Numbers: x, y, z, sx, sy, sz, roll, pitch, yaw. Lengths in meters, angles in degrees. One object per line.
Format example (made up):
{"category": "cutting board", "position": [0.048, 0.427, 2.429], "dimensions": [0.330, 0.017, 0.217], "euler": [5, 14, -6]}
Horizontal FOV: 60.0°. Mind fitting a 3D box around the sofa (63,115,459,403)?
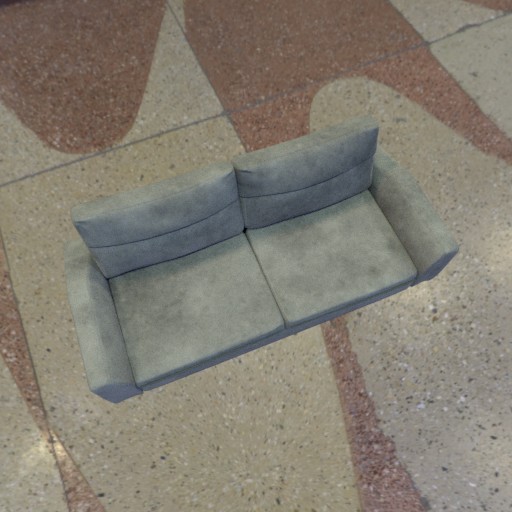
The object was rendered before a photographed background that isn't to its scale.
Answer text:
{"category": "sofa", "position": [0.000, 0.000, 2.322], "dimensions": [1.837, 0.859, 0.849], "euler": [-20, 65, -9]}
